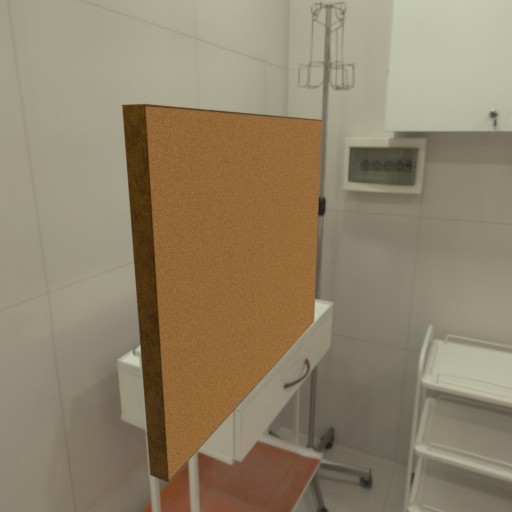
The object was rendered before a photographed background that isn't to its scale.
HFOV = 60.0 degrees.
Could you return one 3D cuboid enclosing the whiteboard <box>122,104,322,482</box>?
[{"bbox_3d":[0.000,0.000,0.753,0.029,0.457,0.561,7,17,25],"label":"whiteboard"}]
